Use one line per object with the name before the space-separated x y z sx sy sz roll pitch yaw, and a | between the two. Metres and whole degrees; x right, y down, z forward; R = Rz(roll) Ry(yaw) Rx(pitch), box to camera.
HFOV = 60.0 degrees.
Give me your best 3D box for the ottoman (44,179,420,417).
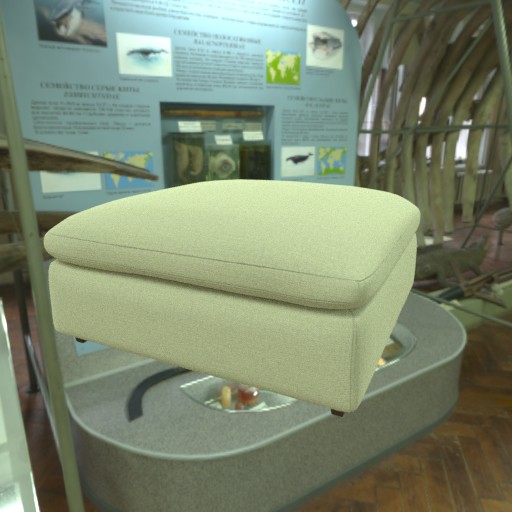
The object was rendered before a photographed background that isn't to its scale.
ottoman | 0.000 0.000 1.534 0.977 0.467 0.996 8 18 25
